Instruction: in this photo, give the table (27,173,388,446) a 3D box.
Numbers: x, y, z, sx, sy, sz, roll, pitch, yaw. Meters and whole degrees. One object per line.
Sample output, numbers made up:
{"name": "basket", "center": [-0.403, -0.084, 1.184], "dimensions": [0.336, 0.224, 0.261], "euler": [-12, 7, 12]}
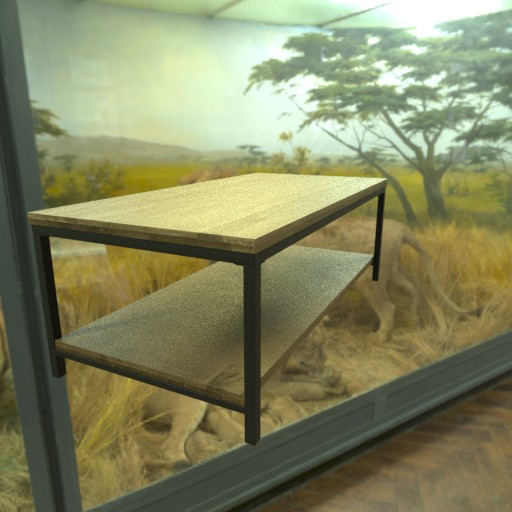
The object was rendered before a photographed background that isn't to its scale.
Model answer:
{"name": "table", "center": [0.000, 0.000, 1.363], "dimensions": [0.551, 0.399, 1.100], "euler": [8, 17, 26]}
